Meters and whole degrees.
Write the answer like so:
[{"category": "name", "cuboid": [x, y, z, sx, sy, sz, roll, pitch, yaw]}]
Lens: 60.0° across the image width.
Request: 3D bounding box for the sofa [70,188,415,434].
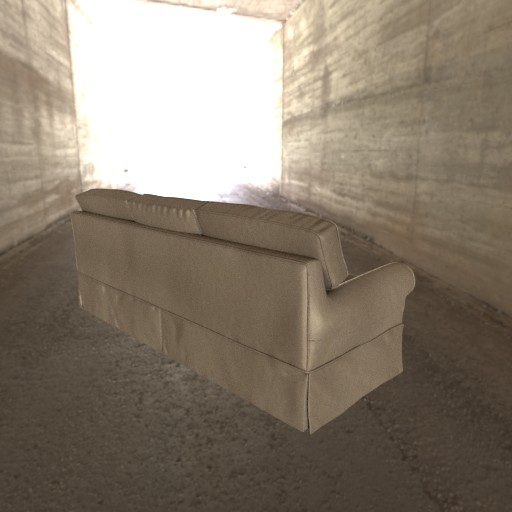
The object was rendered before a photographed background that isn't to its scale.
[{"category": "sofa", "cuboid": [0.000, 0.000, 3.278, 1.733, 0.978, 2.475, -12, 18, -43]}]
